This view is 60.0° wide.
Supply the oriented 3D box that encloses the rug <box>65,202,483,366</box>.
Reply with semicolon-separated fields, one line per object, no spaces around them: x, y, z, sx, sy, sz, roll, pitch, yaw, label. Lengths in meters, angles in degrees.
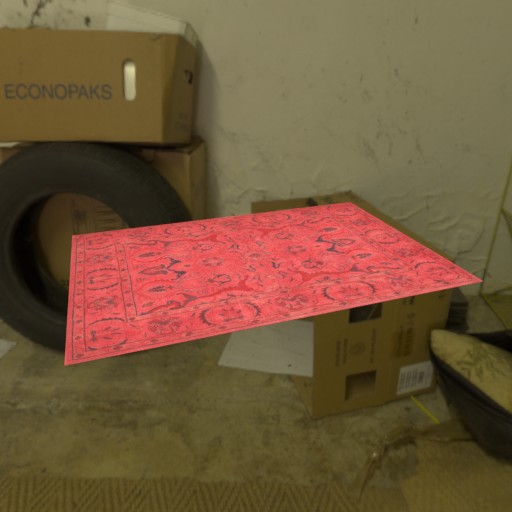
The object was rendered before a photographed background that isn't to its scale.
0.000;0.000;2.305;1.814;0.008;1.209;-9;27;-17;rug
